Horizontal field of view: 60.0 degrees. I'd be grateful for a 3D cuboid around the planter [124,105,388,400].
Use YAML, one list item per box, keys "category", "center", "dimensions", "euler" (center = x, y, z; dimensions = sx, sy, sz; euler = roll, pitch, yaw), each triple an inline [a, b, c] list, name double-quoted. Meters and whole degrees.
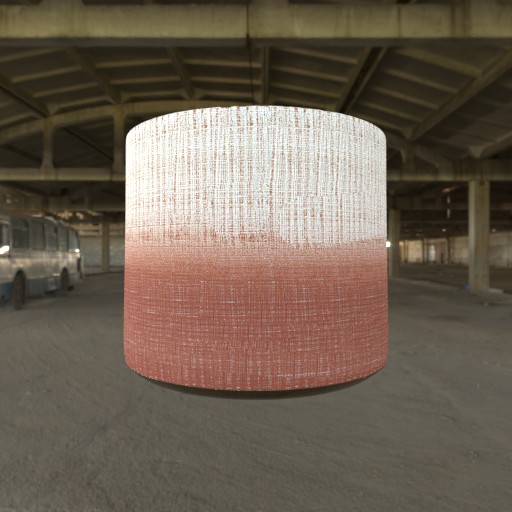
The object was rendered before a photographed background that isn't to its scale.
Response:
- category: "planter"
  center: [0.000, 0.000, 0.443]
  dimensions: [0.254, 0.221, 0.254]
  euler: [0, 0, 0]
